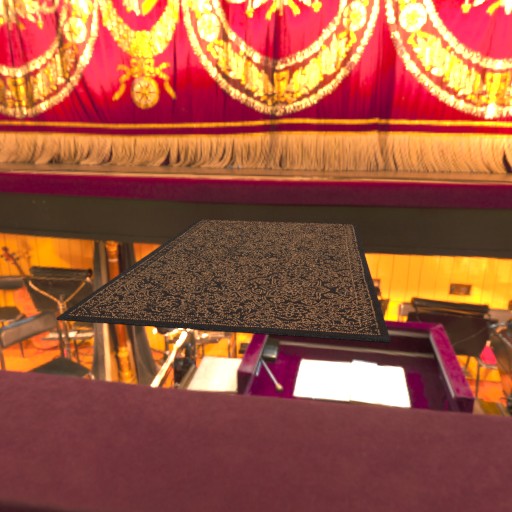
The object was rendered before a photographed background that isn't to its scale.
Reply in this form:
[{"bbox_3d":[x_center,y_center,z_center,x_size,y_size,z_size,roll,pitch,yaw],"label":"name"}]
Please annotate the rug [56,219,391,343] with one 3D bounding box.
[{"bbox_3d":[0.000,0.000,3.131,1.526,0.015,2.441,2,16,9],"label":"rug"}]
